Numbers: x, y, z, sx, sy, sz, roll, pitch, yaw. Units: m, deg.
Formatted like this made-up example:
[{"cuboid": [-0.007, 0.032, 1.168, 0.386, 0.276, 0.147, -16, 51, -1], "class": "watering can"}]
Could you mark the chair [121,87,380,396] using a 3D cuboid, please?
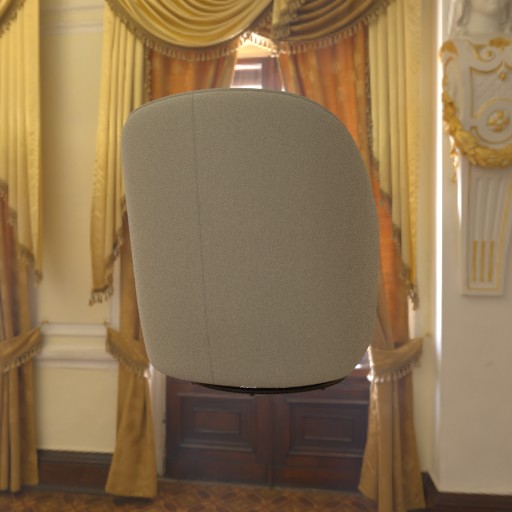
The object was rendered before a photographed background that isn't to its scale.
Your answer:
[{"cuboid": [0.000, 0.000, 1.458, 0.747, 0.799, 0.875, 0, 0, 20], "class": "chair"}]
